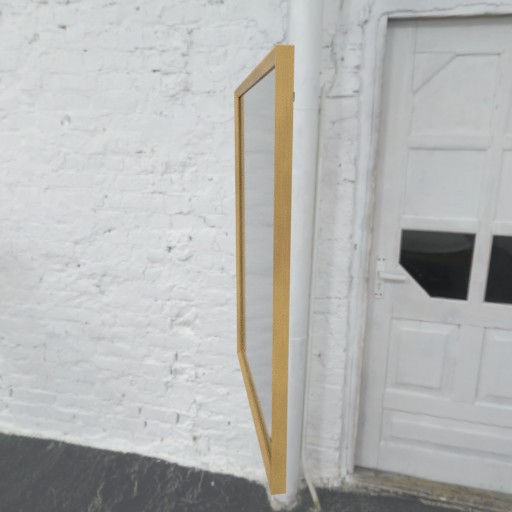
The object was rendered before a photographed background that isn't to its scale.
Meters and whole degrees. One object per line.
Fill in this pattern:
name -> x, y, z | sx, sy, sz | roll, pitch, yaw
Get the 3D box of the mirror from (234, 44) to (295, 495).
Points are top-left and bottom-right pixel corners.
mirror -> 0.000, 0.000, 1.329 | 0.041, 1.016, 0.762 | -2, 14, -8
